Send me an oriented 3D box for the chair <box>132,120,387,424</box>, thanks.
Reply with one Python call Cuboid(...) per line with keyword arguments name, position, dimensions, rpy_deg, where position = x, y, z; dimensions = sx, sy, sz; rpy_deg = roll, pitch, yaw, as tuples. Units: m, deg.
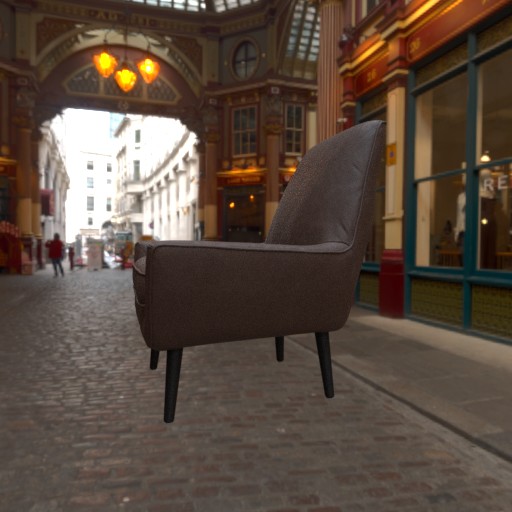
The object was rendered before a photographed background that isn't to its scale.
Cuboid(name="chair", position=(0.000, 0.000, 1.542), dimensions=(0.824, 0.888, 0.787), rpy_deg=(-1, 2, -17))
